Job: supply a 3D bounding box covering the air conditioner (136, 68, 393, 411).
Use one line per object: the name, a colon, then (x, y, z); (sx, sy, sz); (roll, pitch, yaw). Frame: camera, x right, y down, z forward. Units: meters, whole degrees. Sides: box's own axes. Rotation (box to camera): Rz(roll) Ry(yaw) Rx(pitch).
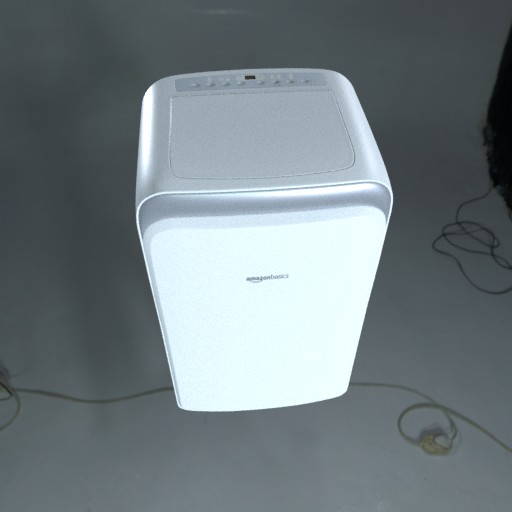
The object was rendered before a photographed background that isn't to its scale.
air conditioner: (0.000, 0.000, 1.069); (0.478, 0.765, 0.467); (-4, 47, -4)
